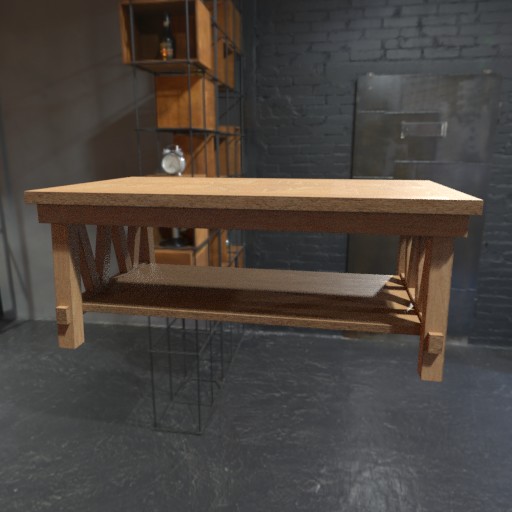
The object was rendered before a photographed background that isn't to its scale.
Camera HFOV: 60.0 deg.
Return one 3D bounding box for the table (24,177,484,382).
[{"bbox_3d":[0.000,0.000,1.600,1.270,0.507,0.711,3,14,10],"label":"table"}]
